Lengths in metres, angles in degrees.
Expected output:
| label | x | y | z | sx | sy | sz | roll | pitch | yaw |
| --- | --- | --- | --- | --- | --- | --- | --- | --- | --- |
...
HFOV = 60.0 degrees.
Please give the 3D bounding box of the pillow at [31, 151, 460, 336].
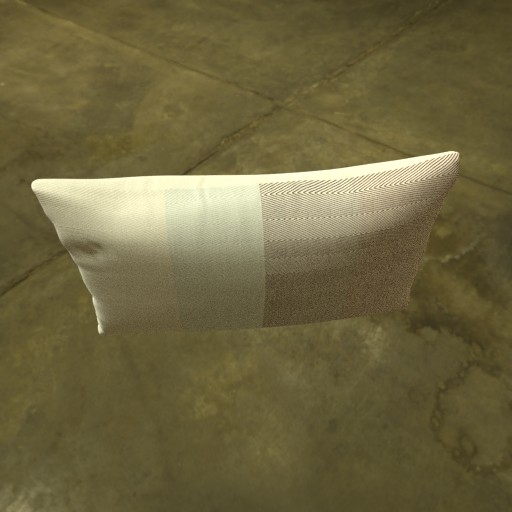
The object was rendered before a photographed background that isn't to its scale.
| label | x | y | z | sx | sy | sz | roll | pitch | yaw |
| --- | --- | --- | --- | --- | --- | --- | --- | --- | --- |
| pillow | 0.000 | 0.000 | 0.619 | 0.506 | 0.305 | 0.139 | -4 | 47 | -4 |
